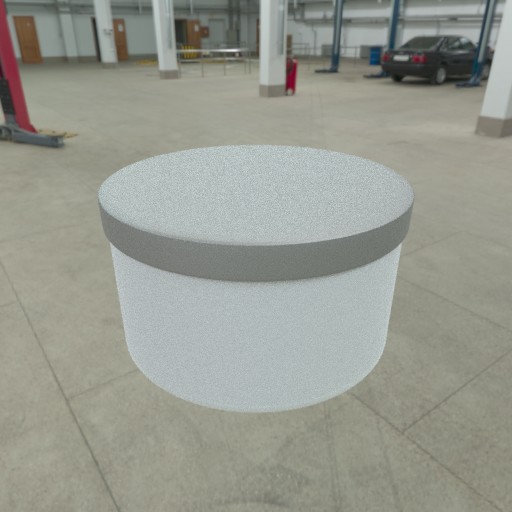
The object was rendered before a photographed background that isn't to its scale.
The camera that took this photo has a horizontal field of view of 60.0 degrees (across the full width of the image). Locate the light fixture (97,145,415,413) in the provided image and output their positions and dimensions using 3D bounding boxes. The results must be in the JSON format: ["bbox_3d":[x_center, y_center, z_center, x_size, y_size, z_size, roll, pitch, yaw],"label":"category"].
[{"bbox_3d":[0.000,0.000,0.627,0.393,0.229,0.393,0,27,0],"label":"light fixture"}]
